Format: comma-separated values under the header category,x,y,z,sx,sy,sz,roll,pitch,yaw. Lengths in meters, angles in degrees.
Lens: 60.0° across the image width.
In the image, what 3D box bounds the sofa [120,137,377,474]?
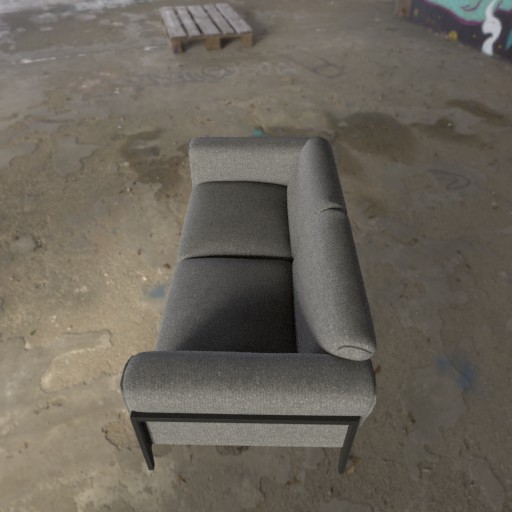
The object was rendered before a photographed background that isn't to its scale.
category,x,y,z,sx,sy,sz,roll,pitch,yaw
sofa,0.000,0.000,2.538,0.985,0.703,2.125,1,41,1
